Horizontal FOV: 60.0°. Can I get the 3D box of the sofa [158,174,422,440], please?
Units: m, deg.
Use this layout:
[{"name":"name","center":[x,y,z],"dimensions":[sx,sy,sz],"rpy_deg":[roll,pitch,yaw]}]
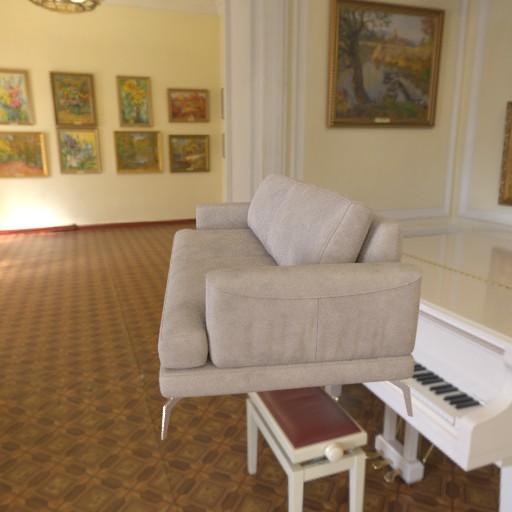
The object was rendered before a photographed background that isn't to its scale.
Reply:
[{"name":"sofa","center":[0.000,0.000,2.501],"dimensions":[0.980,0.830,2.013],"rpy_deg":[-2,14,-8]}]
